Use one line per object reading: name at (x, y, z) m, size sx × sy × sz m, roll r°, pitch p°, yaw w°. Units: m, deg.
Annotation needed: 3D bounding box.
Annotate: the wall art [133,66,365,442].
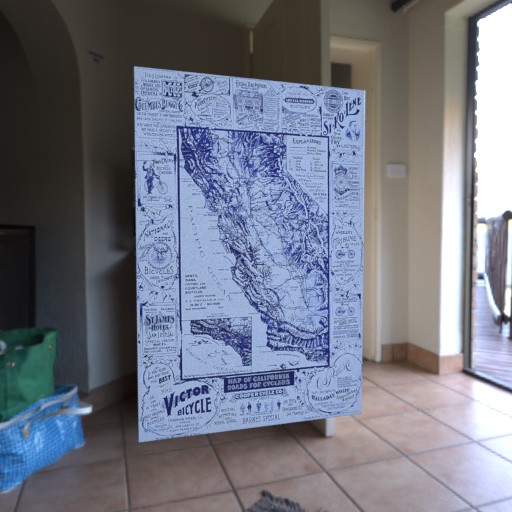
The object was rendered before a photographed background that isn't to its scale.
wall art at (0.000, 0.000, 0.977) m, size 0.511 × 0.753 × 0.039 m, roll -1°, pitch 3°, yaw -17°
